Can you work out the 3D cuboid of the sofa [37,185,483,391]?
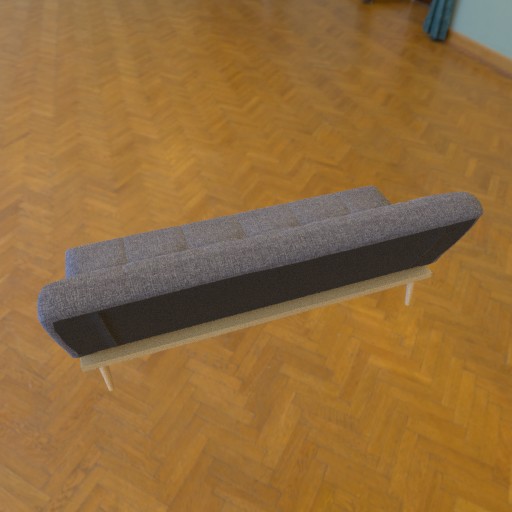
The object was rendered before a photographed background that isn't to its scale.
[{"bbox_3d":[0.000,0.000,2.177,1.820,0.770,0.820,-13,45,-14],"label":"sofa"}]
